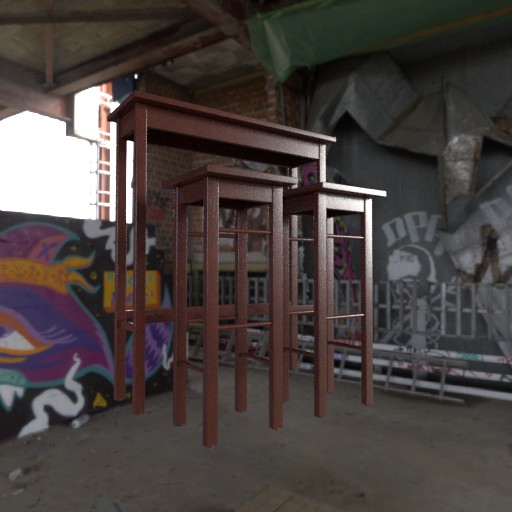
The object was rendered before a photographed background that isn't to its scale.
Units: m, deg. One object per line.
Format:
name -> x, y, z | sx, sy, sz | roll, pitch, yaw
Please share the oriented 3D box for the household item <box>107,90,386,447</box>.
household item -> 0.000, 0.000, 1.661 | 0.914, 1.067, 0.676 | 1, -2, -35
